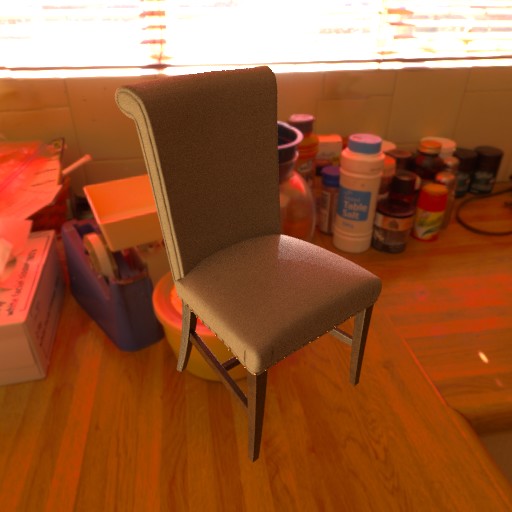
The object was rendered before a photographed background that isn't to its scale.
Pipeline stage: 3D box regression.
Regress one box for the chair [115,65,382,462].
[{"bbox_3d":[0.000,0.000,1.365,0.513,0.988,0.608,-24,39,-32],"label":"chair"}]
